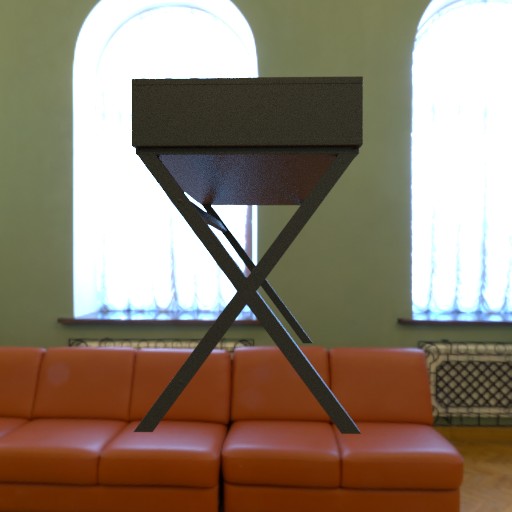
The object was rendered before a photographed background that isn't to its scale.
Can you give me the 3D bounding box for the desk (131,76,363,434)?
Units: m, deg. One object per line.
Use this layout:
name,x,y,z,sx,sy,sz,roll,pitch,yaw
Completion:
desk,0.000,0.000,1.492,0.525,0.780,1.057,0,0,1
